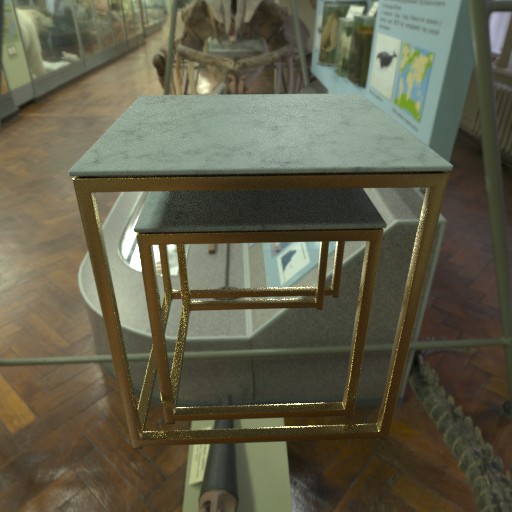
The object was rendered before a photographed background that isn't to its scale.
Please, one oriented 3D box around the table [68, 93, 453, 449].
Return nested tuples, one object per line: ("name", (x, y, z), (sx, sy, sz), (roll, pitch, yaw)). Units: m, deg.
("table", (0.000, 0.000, 0.835), (0.450, 0.500, 0.450), (-1, 30, -2))
